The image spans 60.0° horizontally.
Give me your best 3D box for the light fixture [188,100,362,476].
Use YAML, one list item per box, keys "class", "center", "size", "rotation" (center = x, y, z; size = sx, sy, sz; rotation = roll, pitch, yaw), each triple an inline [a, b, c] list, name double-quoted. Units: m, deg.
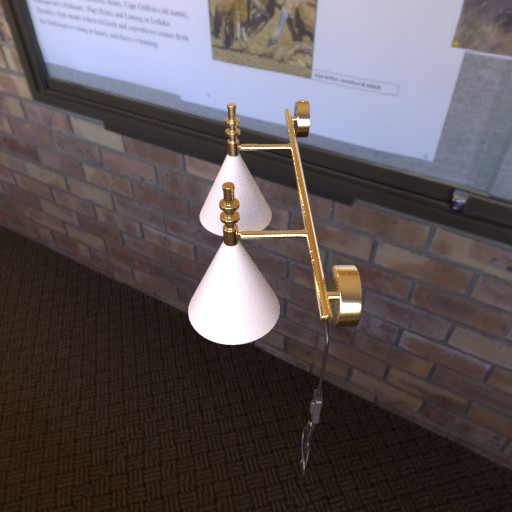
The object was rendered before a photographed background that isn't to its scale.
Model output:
- class: "light fixture"
  center: [0.000, 0.000, 0.848]
  size: [0.239, 0.468, 0.642]
  rotation: [-1, 41, -1]
